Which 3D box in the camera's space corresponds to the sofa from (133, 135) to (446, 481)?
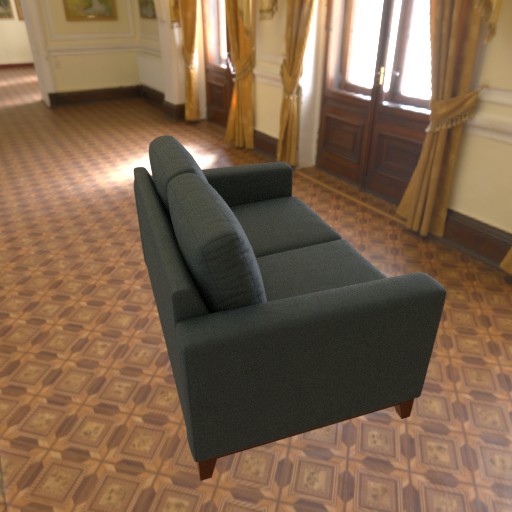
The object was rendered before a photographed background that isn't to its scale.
[{"bbox_3d":[0.000,0.000,2.081,0.955,0.903,1.489,-10,31,-16],"label":"sofa"}]
